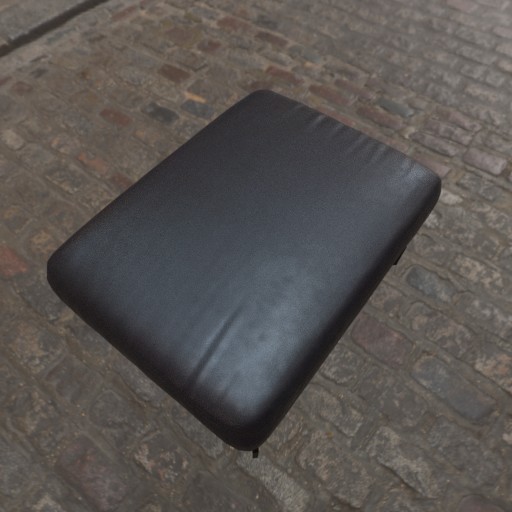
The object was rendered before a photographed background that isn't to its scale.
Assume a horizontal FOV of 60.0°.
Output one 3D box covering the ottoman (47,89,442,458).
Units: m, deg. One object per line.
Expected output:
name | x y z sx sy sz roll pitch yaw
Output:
ottoman | 0.000 0.000 1.081 0.570 0.402 0.764 33 63 19
